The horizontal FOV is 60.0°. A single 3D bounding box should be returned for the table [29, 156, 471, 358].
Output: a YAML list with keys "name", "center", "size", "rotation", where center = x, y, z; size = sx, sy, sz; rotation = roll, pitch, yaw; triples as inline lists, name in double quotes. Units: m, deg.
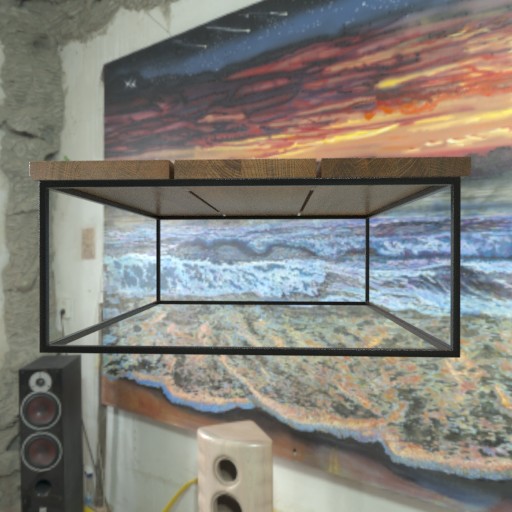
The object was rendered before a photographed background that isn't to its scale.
- name: "table"
  center: [0.000, 0.000, 1.351]
  size: [0.900, 0.400, 0.900]
  rotation: [0, 0, 3]
